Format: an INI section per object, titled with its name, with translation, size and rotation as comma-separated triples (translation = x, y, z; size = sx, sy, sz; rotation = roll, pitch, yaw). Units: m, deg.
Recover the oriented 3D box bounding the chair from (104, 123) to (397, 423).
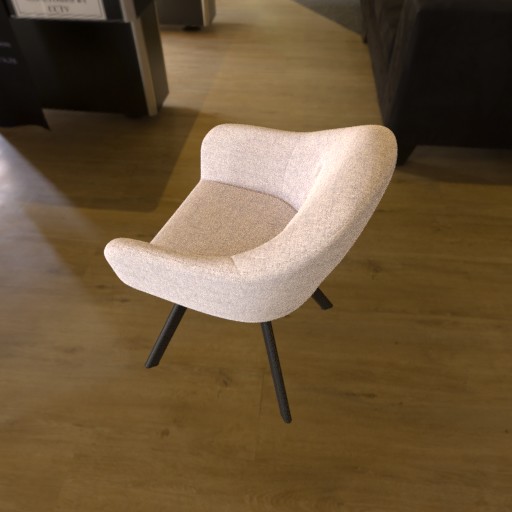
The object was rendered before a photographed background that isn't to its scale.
[chair]
translation = 0.000, 0.000, 1.174
size = 0.570, 0.780, 0.540
rotation = 16, 49, 15
